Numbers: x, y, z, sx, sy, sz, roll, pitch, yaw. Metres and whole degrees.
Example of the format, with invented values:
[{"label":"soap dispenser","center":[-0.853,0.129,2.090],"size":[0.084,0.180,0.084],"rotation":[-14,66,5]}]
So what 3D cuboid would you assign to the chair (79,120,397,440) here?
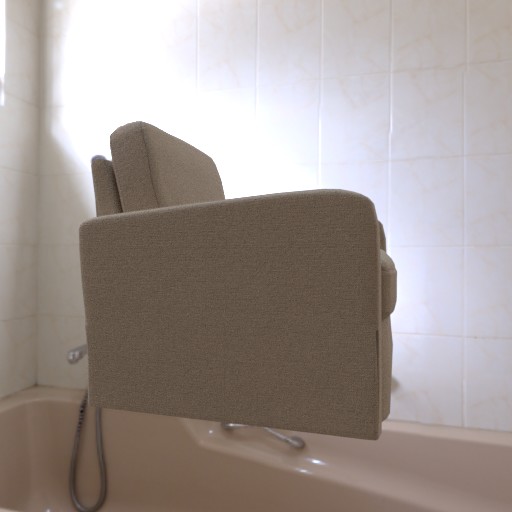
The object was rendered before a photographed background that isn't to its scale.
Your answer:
[{"label":"chair","center":[0.000,0.000,1.464],"size":[0.888,0.827,0.755],"rotation":[0,0,18]}]
